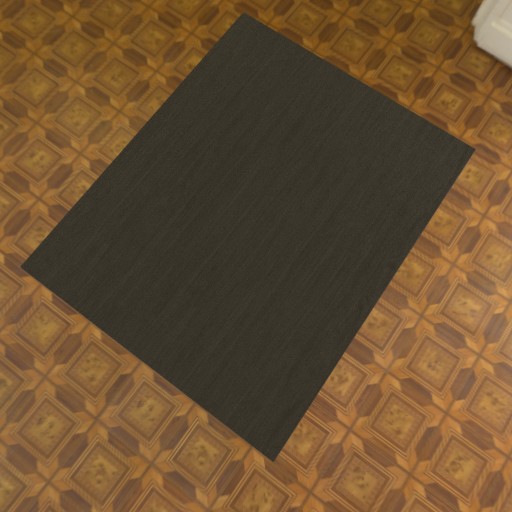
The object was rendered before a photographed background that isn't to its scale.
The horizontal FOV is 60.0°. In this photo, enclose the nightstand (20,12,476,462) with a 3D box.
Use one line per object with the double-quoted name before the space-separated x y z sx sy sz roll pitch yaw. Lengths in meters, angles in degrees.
"nightstand" 0.000 0.000 0.730 0.347 0.448 0.427 35 78 9
